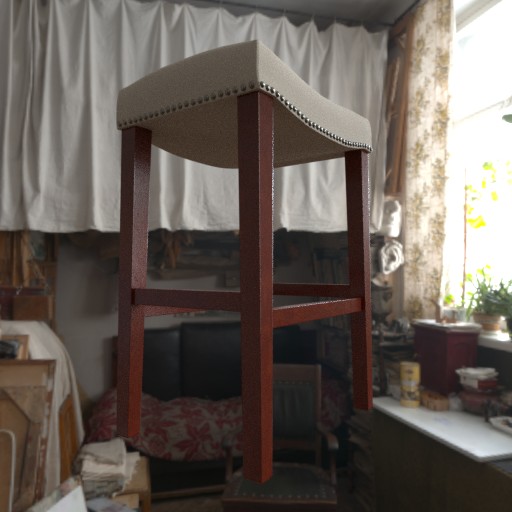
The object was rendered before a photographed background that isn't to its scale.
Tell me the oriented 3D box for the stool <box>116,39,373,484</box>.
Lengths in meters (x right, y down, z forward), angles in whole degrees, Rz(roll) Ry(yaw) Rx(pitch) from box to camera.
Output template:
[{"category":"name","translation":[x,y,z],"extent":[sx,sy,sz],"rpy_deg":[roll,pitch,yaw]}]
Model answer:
[{"category":"stool","translation":[0.000,0.000,1.009],"extent":[0.372,0.742,0.504],"rpy_deg":[-1,-2,35]}]
